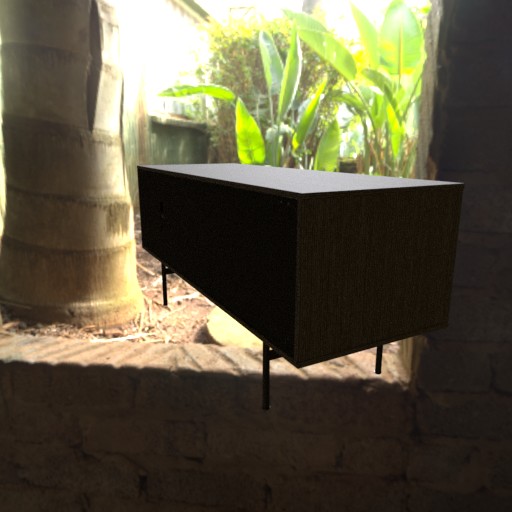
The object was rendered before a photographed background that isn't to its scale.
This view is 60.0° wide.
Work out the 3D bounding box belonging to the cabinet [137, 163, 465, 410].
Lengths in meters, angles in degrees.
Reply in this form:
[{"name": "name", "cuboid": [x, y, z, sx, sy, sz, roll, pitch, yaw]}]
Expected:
[{"name": "cabinet", "cuboid": [0.000, 0.000, 1.601, 0.500, 0.599, 1.300, -8, 16, -27]}]
